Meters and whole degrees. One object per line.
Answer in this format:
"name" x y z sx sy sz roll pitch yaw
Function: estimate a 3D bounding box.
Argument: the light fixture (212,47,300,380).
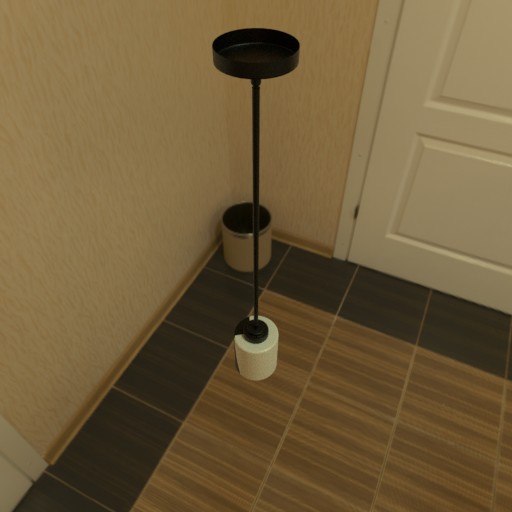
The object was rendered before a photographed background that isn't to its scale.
"light fixture" 0.000 0.000 0.935 0.123 0.863 0.123 -2 47 -2
